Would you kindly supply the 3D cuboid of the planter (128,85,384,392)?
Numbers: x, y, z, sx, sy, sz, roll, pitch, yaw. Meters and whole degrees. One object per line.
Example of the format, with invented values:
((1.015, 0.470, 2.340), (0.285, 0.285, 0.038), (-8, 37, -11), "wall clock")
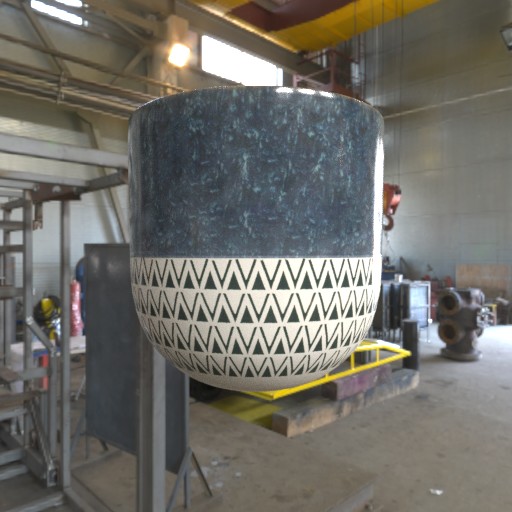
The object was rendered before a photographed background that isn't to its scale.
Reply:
((0.000, 0.000, 0.479), (0.266, 0.270, 0.266), (0, 1, 0), "planter")
